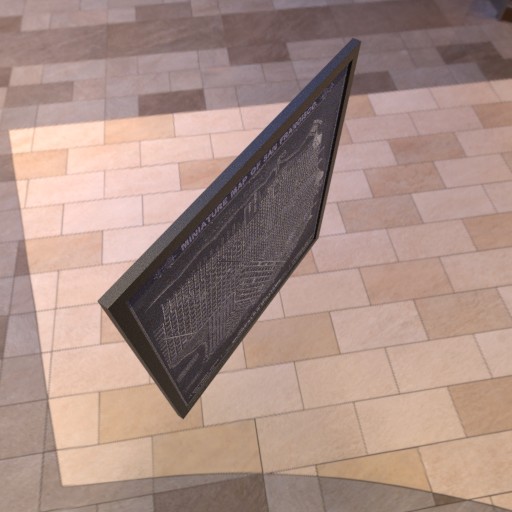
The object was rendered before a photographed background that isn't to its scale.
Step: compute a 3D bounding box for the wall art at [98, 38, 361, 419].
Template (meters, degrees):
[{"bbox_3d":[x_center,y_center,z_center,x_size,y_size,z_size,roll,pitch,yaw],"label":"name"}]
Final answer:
[{"bbox_3d":[0.000,0.000,1.181,0.022,0.807,0.807,31,63,17],"label":"wall art"}]
